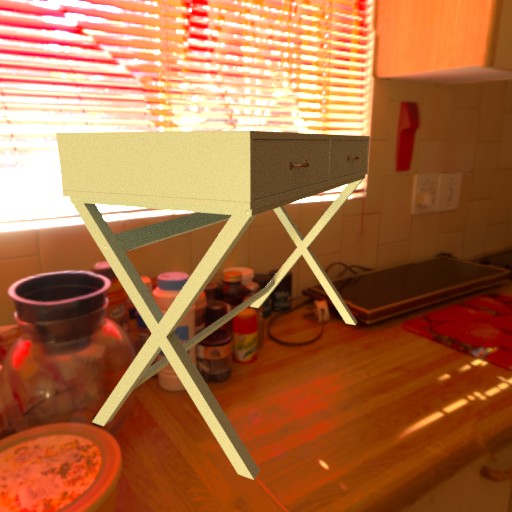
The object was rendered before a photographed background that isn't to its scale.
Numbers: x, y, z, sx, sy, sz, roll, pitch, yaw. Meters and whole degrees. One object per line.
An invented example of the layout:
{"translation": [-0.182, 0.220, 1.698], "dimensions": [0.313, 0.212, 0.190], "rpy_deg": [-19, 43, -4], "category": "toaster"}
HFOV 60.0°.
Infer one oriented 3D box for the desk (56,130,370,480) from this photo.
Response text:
{"translation": [0.000, 0.000, 1.479], "dimensions": [0.525, 0.780, 1.057], "rpy_deg": [7, 16, 25], "category": "desk"}
